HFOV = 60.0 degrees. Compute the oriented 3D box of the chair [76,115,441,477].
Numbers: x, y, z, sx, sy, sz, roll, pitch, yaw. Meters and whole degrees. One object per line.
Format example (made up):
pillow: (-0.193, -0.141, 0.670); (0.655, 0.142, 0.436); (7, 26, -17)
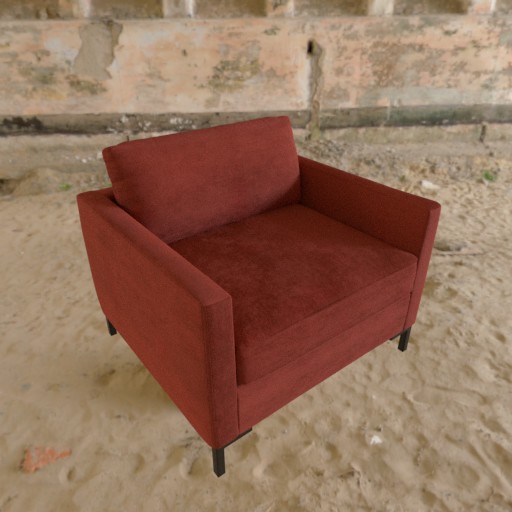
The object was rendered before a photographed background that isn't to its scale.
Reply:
chair: (0.000, 0.000, 1.603); (0.964, 0.812, 0.875); (-21, 36, -32)
